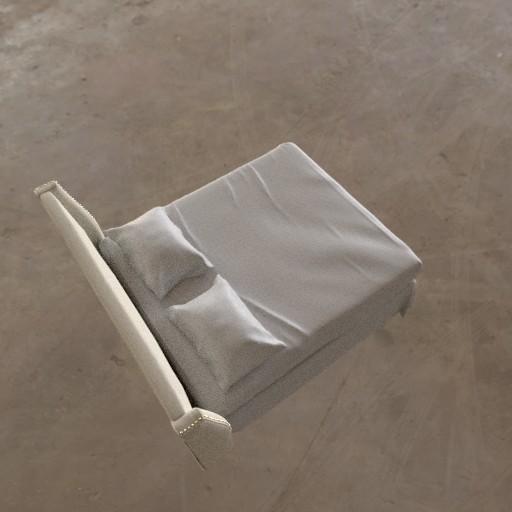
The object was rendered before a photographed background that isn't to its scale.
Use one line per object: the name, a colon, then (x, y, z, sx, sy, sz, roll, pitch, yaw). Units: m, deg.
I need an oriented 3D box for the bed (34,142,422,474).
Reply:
bed: (0.000, 0.000, 3.389, 2.276, 1.332, 1.925, -31, 63, -18)
